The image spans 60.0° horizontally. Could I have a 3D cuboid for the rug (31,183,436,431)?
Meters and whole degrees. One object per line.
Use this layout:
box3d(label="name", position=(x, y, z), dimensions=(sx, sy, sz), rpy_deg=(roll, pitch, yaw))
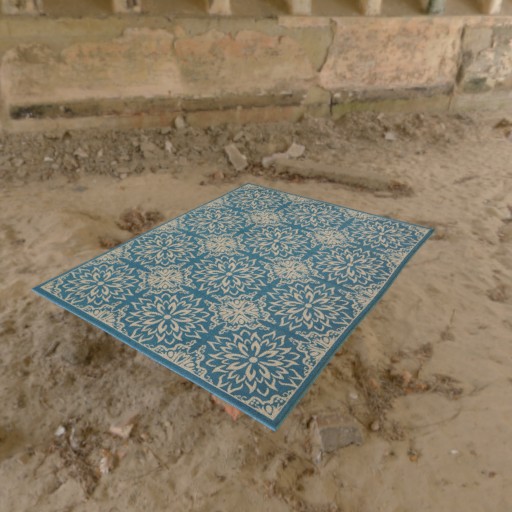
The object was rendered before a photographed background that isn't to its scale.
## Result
box3d(label="rug", position=(0.000, 0.000, 4.002), dimensions=(2.350, 0.018, 2.964), rpy_deg=(19, 35, 30))
